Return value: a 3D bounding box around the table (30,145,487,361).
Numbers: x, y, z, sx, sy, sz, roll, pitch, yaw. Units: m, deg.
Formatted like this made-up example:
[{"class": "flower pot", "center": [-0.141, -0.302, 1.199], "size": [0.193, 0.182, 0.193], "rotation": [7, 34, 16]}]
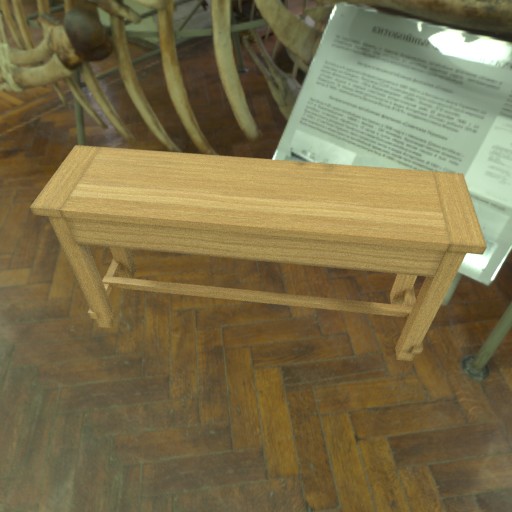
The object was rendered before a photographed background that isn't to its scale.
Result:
[{"class": "table", "center": [0.000, 0.000, 1.960], "size": [1.599, 0.762, 0.442], "rotation": [5, 47, 5]}]
